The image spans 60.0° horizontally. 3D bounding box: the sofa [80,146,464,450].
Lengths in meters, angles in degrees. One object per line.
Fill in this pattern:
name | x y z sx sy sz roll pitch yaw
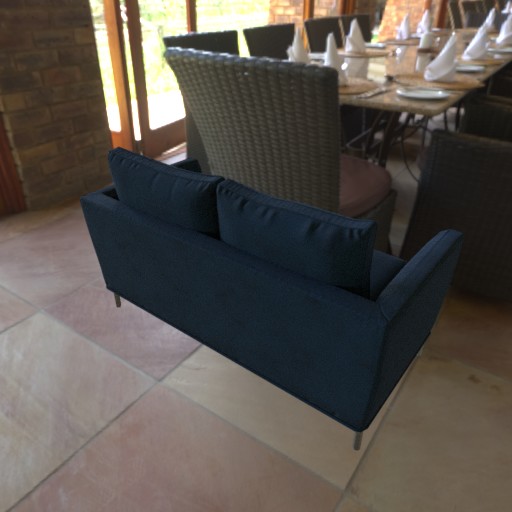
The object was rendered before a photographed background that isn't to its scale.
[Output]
sofa | 0.000 0.000 2.322 1.770 1.002 0.853 22 37 32
